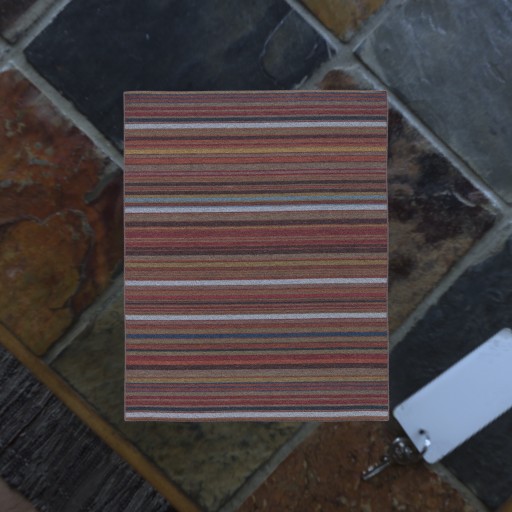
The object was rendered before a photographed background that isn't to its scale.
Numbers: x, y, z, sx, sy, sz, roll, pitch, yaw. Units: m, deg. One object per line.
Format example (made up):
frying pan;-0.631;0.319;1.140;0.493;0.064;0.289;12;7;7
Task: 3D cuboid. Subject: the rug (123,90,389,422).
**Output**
rug;0.000;0.000;4.136;2.479;0.023;3.092;0;90;0
